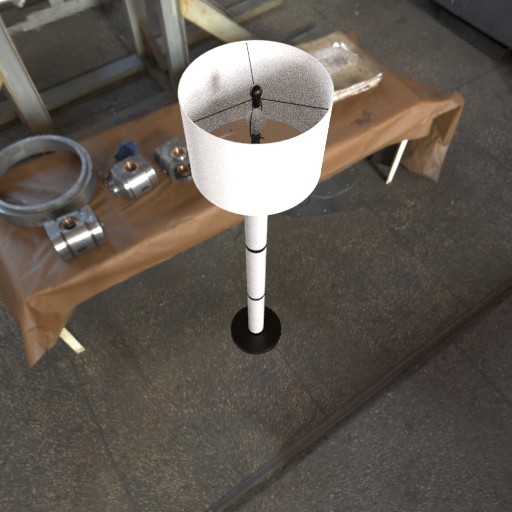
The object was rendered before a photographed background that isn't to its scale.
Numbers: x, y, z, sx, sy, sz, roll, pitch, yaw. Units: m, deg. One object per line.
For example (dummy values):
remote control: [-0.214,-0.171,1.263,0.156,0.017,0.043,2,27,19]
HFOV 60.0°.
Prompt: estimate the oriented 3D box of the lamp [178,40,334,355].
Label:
lamp: [0.000,0.000,1.748,0.377,1.599,0.377,19,61,11]
